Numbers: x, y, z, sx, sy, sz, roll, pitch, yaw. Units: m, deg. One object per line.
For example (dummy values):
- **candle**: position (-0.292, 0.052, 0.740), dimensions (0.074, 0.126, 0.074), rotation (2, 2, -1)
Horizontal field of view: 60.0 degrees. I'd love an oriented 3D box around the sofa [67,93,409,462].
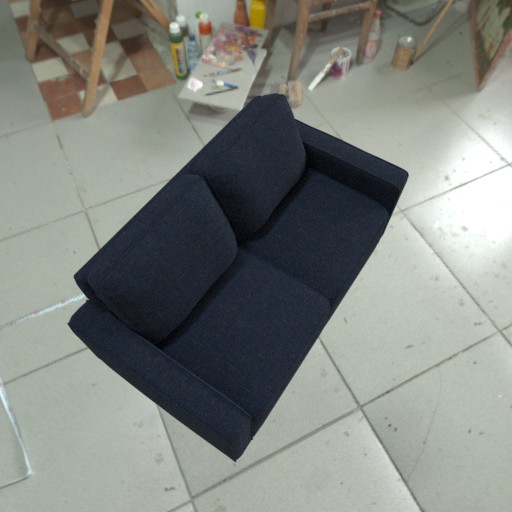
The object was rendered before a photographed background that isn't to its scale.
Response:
- **sofa**: position (0.000, 0.000, 2.328), dimensions (0.947, 0.918, 1.709), rotation (30, 64, 17)
